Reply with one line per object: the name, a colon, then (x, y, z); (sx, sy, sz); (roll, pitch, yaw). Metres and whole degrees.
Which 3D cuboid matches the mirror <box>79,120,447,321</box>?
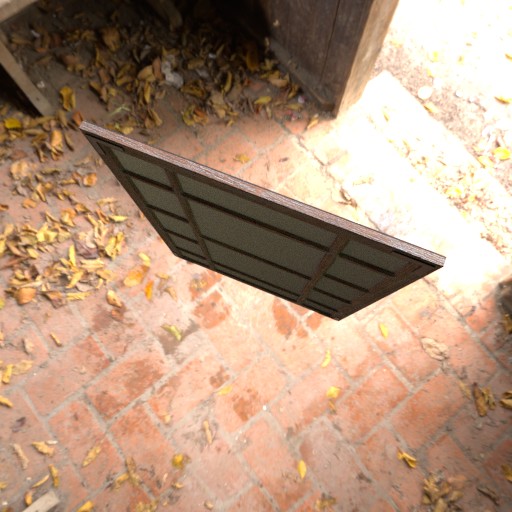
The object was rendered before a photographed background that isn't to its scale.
mirror: (0.000, 0.000, 1.278); (0.705, 0.996, 0.025); (21, 77, 5)
